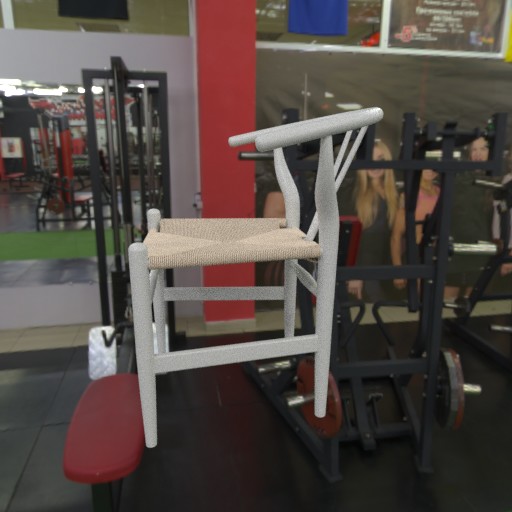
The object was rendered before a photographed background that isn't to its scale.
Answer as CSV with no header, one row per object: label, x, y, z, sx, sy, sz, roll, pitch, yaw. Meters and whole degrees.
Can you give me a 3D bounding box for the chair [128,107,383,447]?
chair,0.000,0.000,1.148,0.579,0.730,0.569,-2,15,-8
